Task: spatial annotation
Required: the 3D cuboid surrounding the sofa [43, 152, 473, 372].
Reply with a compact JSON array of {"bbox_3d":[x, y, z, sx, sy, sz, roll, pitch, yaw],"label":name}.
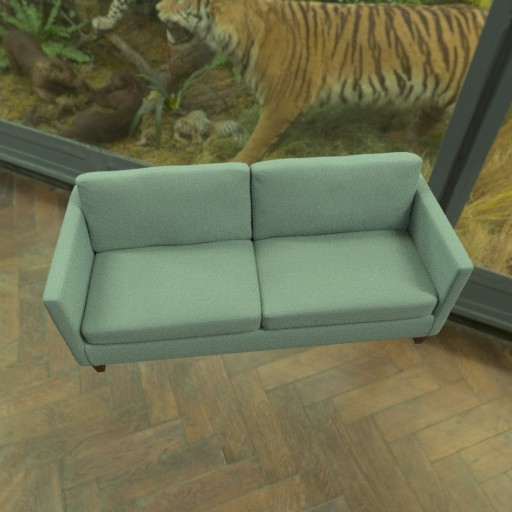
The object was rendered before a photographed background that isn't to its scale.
[{"bbox_3d":[0.000,0.000,2.710,2.208,0.965,0.951,-4,47,-4],"label":"sofa"}]
